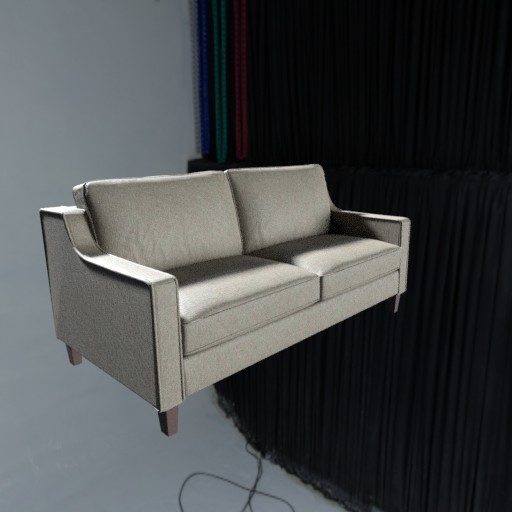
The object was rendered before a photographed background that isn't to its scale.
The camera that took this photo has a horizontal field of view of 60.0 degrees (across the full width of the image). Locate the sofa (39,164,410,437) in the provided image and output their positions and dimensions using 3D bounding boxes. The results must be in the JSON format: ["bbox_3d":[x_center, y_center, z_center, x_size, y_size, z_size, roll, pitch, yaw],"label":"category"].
[{"bbox_3d":[0.000,0.000,2.806,1.073,1.074,2.181,13,19,42],"label":"sofa"}]
